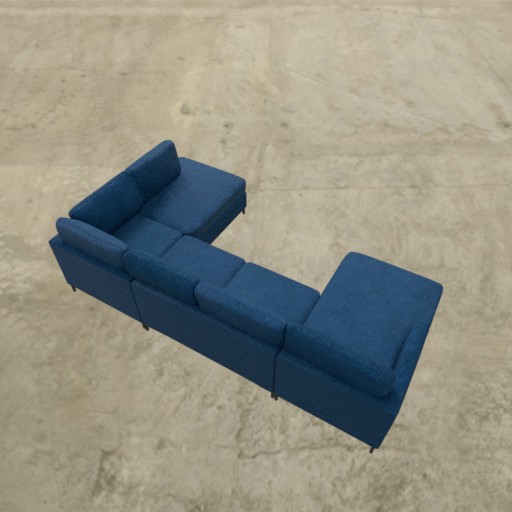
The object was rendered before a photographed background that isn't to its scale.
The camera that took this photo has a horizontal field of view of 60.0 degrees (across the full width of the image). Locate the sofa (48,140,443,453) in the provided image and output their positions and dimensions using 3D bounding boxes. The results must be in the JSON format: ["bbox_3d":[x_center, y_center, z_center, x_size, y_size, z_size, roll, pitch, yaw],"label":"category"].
[{"bbox_3d":[0.000,0.000,4.383,3.434,0.992,2.055,23,50,21],"label":"sofa"}]
